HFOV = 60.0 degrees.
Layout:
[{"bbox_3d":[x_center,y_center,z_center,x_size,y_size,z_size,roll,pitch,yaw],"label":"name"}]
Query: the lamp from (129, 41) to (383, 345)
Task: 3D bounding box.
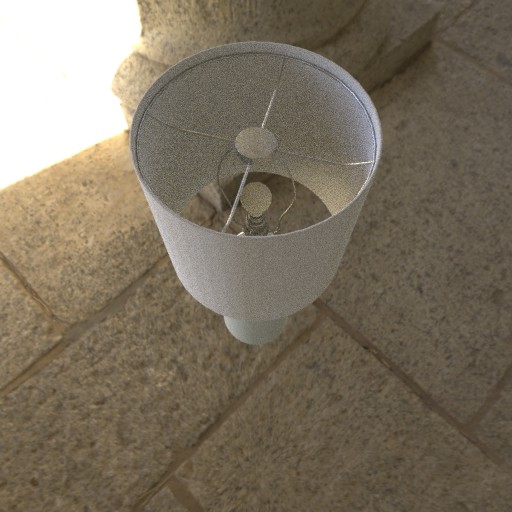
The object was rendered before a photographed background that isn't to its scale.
[{"bbox_3d":[0.000,0.000,0.594,0.212,0.493,0.212,14,65,7],"label":"lamp"}]
